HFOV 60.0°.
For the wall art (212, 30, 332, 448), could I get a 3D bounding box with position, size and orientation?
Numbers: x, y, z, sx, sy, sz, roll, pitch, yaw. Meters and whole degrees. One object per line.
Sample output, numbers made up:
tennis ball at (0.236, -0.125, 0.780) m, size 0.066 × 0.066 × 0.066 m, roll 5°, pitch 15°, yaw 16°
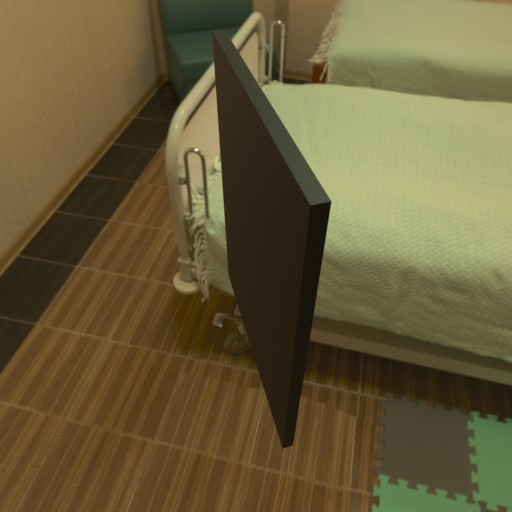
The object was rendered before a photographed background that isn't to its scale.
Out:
wall art at (0.000, 0.000, 1.388) m, size 0.038 × 1.062 × 0.806 m, roll -11°, pitch 47°, yaw -11°
